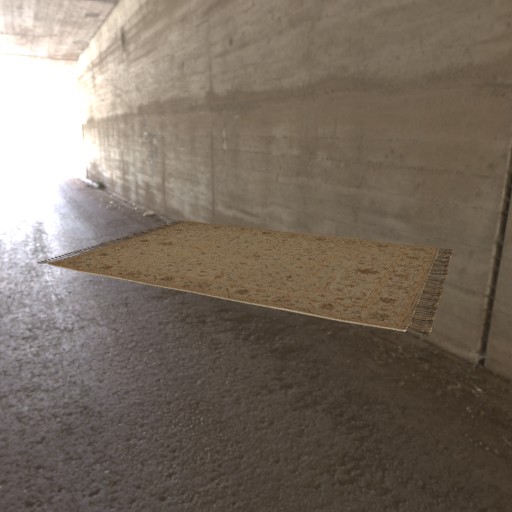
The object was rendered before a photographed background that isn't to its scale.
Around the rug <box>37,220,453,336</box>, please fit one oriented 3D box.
[{"bbox_3d":[0.000,0.000,2.347,1.861,0.017,1.218,8,18,25],"label":"rug"}]
